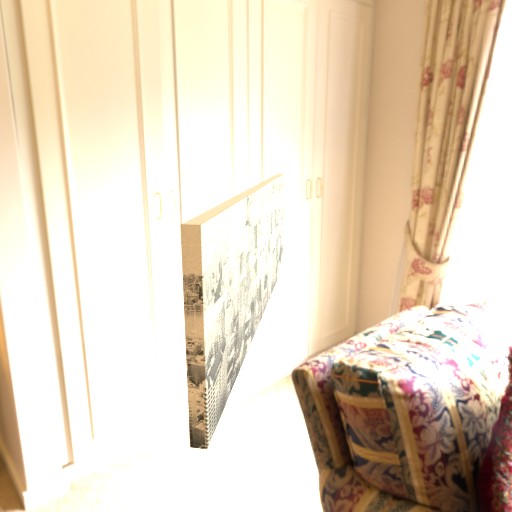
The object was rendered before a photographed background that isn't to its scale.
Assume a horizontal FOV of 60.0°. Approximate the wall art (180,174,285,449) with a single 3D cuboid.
[{"bbox_3d":[0.000,0.000,1.653,0.044,0.507,1.520,2,14,9],"label":"wall art"}]
